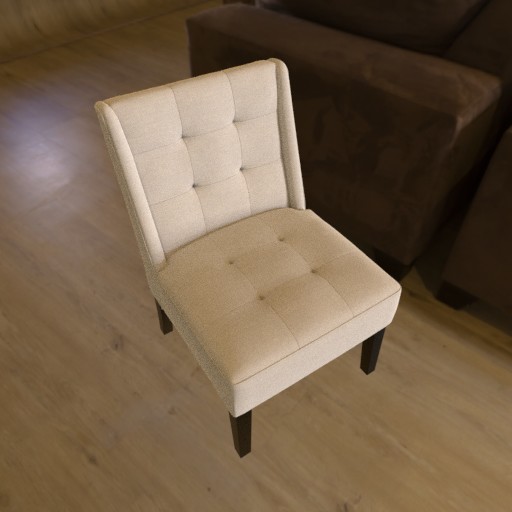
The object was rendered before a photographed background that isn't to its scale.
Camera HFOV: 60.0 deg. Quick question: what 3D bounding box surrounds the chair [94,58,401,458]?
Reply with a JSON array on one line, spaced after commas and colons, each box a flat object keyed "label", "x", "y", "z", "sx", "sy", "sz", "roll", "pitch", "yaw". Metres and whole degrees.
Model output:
[{"label": "chair", "x": 0.000, "y": 0.000, "z": 1.307, "sx": 0.569, "sy": 0.853, "sz": 0.676, "roll": -24, "pitch": 49, "yaw": -23}]
